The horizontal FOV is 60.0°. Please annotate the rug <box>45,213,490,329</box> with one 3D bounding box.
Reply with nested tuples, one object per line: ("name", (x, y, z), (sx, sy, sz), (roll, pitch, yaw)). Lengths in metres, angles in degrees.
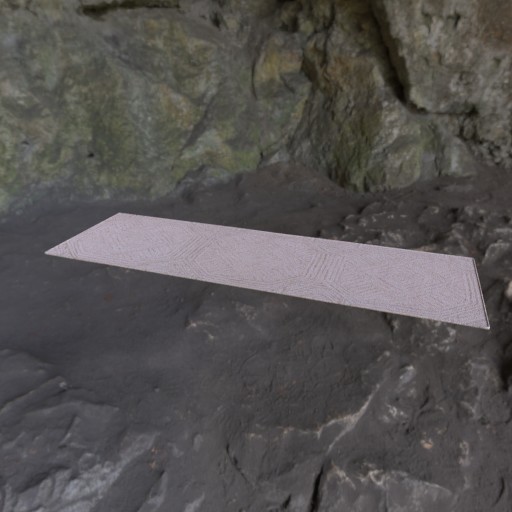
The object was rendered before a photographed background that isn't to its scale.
("rug", (0.000, 0.000, 2.649), (2.452, 0.012, 0.775), (8, 26, 17))
